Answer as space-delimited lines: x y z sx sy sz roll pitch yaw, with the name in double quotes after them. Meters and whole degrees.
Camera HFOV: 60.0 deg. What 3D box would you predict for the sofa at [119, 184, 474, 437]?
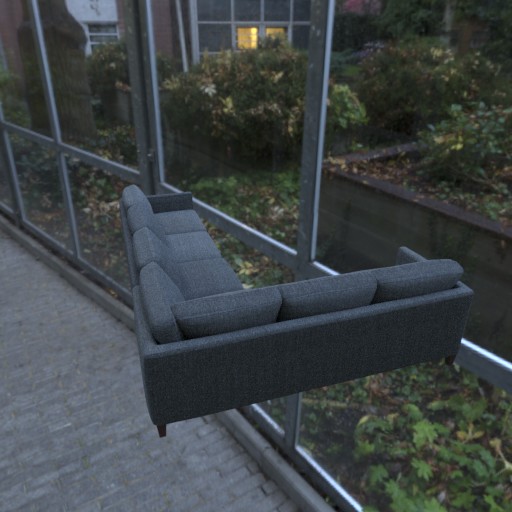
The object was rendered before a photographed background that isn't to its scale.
0.000 0.000 4.607 2.593 0.947 3.302 -8 27 -16 "sofa"
